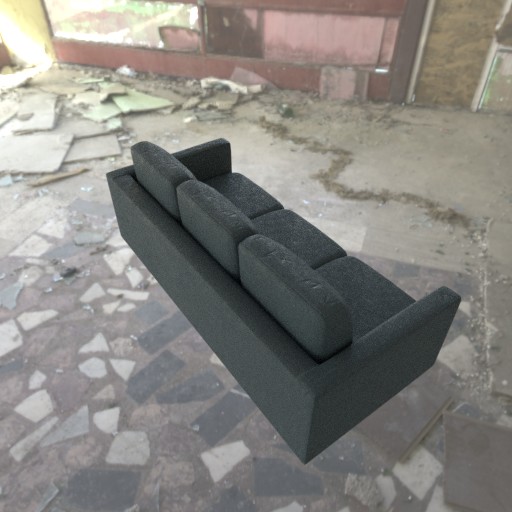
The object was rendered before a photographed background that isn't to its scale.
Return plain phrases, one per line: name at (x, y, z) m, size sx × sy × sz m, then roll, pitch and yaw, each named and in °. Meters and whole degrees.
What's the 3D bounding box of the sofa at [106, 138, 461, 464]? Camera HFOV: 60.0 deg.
sofa at (0.000, 0.000, 2.573) m, size 0.935 × 0.945 × 2.013 m, roll -25°, pitch 46°, yaw -27°
